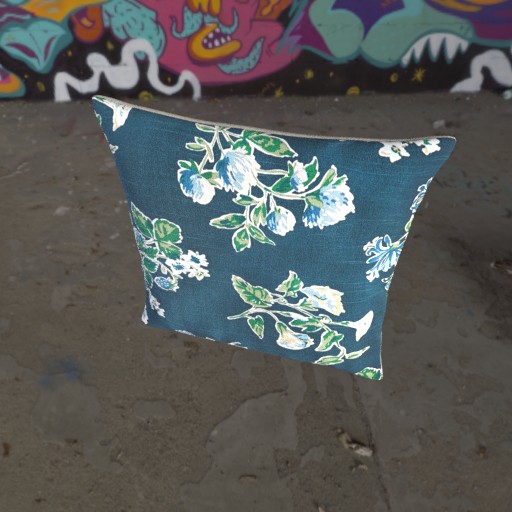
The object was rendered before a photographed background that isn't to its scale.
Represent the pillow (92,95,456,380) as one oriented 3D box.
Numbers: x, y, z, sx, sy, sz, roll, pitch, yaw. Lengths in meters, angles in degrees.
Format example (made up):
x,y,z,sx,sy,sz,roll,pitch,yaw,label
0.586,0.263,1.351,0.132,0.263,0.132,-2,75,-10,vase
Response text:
x,y,z,sx,sy,sz,roll,pitch,yaw,label
0.000,0.000,0.775,0.525,0.508,0.166,11,42,12,pillow
